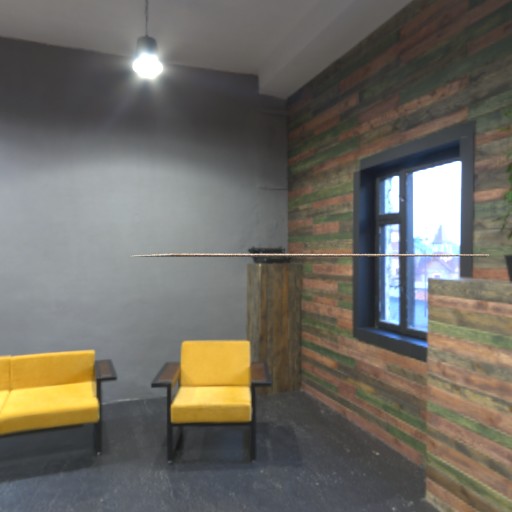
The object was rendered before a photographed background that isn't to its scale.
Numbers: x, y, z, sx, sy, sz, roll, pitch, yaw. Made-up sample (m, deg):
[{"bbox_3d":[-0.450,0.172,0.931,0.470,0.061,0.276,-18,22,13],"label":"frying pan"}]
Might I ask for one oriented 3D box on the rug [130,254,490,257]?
[{"bbox_3d":[0.000,0.000,3.018,1.529,0.009,2.446,0,0,-19],"label":"rug"}]
